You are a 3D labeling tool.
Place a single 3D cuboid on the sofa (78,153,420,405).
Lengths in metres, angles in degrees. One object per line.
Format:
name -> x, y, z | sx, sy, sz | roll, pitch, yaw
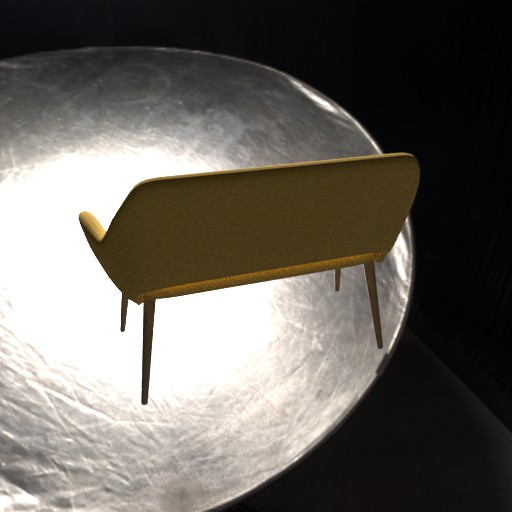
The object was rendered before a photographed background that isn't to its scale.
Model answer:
sofa -> 0.000, 0.000, 1.612 | 1.150, 0.840, 0.610 | -9, 30, -16
